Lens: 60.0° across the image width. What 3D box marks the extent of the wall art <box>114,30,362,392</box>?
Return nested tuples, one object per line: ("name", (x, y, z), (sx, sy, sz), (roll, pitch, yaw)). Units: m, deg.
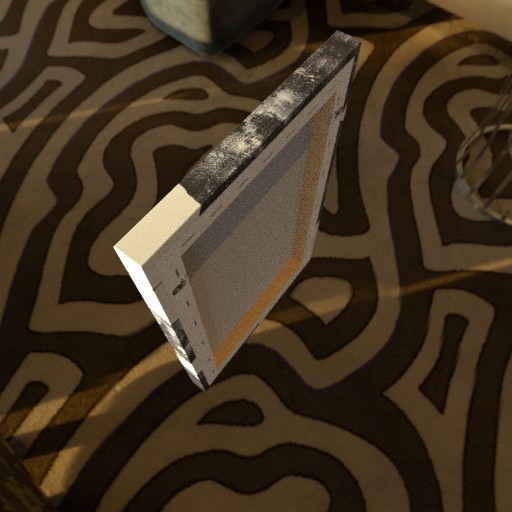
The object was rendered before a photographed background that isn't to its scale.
("wall art", (0.000, 0.000, 0.769), (0.039, 0.610, 0.407), (34, 67, 16))
